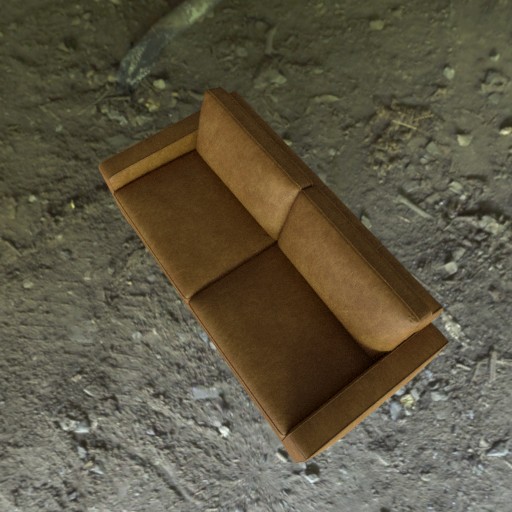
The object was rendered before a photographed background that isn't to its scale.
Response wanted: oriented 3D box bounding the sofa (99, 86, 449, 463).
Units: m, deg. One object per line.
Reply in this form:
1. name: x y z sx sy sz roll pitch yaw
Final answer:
1. sofa: 0.000 0.000 2.664 0.991 0.928 2.156 -33 69 -15
